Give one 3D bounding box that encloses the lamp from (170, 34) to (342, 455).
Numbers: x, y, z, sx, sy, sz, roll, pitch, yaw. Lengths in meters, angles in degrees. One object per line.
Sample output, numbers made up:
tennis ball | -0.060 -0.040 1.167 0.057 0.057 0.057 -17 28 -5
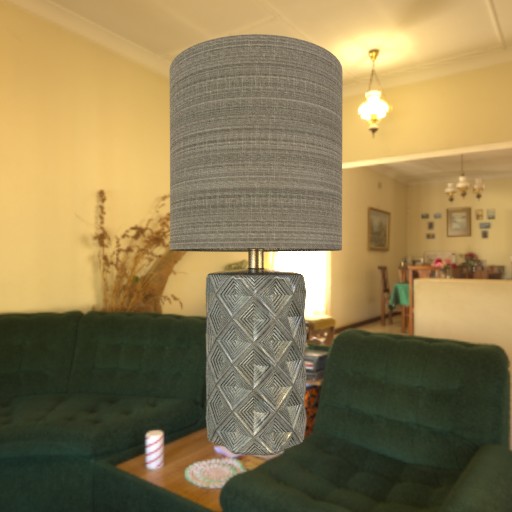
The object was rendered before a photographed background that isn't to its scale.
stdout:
lamp | 0.000 0.000 0.699 0.269 0.566 0.268 0 0 19
